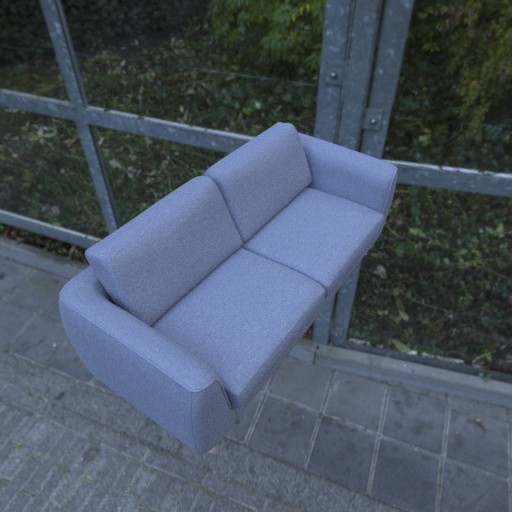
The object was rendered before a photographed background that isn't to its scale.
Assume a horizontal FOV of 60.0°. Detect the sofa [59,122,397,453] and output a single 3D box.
[{"bbox_3d":[0.000,0.000,2.547,0.920,0.870,2.000,25,47,25],"label":"sofa"}]
